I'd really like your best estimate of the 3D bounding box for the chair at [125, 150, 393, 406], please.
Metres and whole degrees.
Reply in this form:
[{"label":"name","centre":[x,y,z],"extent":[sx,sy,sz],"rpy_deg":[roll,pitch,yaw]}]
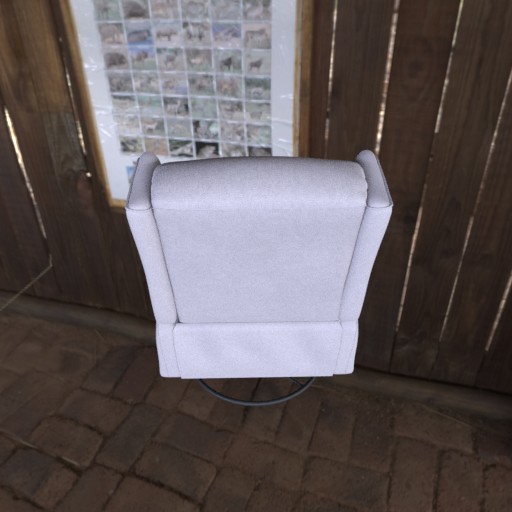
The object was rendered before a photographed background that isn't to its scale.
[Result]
[{"label":"chair","centre":[0.000,0.000,1.710],"extent":[0.847,1.011,0.969],"rpy_deg":[-1,30,-1]}]
